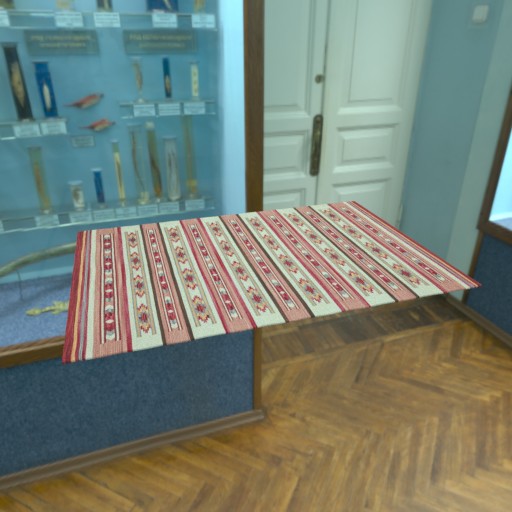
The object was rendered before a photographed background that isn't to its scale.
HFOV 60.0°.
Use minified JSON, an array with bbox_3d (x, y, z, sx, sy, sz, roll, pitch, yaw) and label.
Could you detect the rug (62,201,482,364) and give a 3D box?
[{"bbox_3d":[0.000,0.000,2.326,1.817,0.008,1.223,-8,28,-15],"label":"rug"}]
